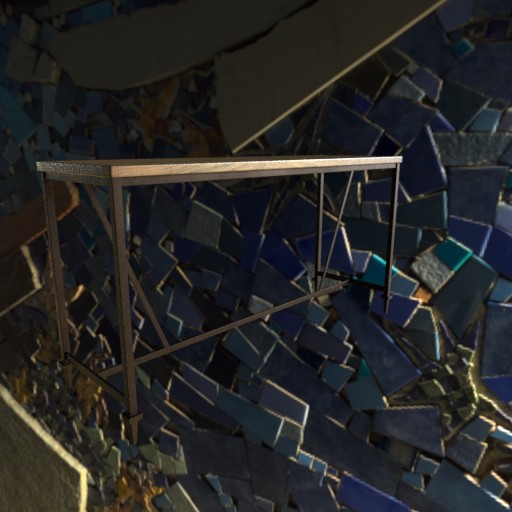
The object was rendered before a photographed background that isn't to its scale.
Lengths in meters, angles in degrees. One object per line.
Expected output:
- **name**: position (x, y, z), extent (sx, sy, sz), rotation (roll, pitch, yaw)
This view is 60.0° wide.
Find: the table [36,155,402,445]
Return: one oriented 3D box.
- **table**: position (0.000, 0.000, 2.097), extent (0.551, 0.902, 1.700), rotation (13, 19, 43)
